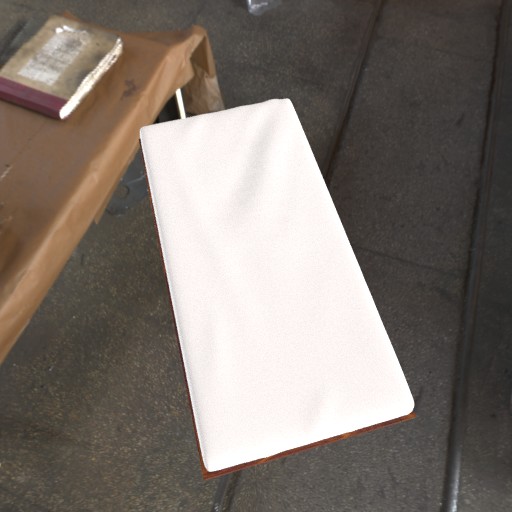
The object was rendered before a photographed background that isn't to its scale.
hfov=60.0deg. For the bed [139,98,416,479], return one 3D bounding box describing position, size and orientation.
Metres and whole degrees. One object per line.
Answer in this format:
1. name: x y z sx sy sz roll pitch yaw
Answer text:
1. bed: 0.000 0.000 2.265 0.940 0.312 1.860 -13 64 -7
